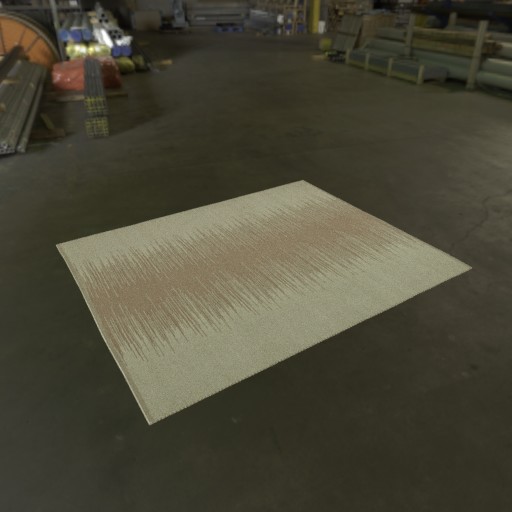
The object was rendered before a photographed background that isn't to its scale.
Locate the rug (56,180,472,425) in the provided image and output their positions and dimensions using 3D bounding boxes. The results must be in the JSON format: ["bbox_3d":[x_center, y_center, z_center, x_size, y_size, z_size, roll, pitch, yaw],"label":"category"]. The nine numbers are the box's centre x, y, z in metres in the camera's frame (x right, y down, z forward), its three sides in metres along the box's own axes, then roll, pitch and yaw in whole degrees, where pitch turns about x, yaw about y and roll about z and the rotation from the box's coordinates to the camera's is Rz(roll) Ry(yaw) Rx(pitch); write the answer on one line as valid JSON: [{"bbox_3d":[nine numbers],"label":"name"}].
[{"bbox_3d":[0.000,0.000,4.123,3.048,0.013,2.438,-19,36,-27],"label":"rug"}]
